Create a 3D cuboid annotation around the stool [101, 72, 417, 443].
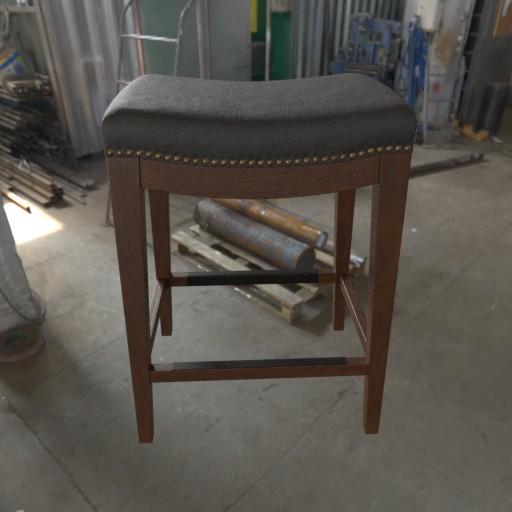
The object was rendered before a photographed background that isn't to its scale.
[{"bbox_3d":[0.000,0.000,0.893,0.490,0.664,0.353,-1,30,-2],"label":"stool"}]
